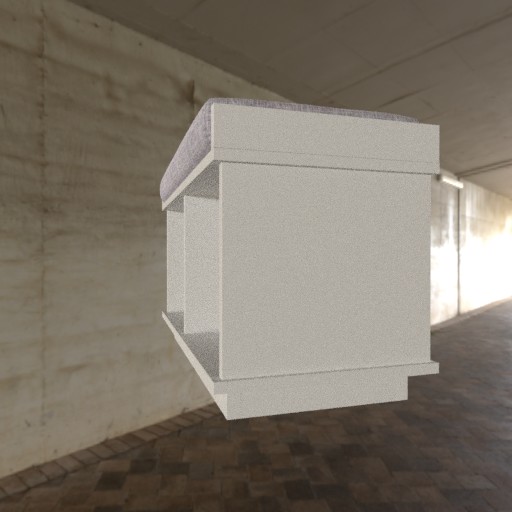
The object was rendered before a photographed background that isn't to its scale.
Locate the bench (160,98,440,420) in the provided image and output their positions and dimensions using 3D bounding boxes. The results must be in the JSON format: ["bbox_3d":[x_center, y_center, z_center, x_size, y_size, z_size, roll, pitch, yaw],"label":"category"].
[{"bbox_3d":[0.000,0.000,0.976,0.362,0.461,0.734,0,0,-17],"label":"bench"}]
